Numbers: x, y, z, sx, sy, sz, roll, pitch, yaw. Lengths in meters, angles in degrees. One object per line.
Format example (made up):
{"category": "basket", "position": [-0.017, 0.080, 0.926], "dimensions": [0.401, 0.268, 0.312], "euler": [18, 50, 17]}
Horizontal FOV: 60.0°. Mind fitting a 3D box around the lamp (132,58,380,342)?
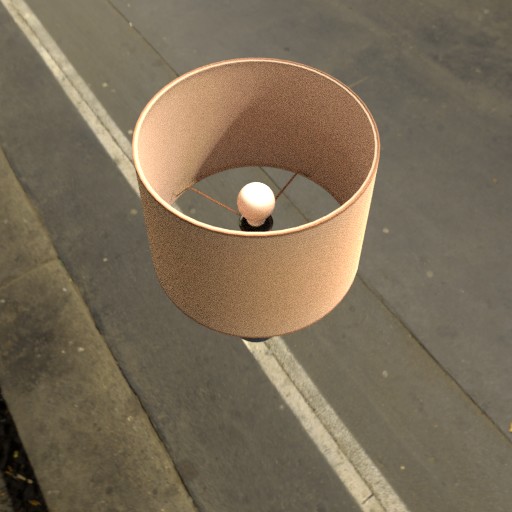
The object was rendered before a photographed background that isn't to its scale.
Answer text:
{"category": "lamp", "position": [0.000, 0.000, 0.836], "dimensions": [0.367, 0.609, 0.367], "euler": [0, 59, 0]}
